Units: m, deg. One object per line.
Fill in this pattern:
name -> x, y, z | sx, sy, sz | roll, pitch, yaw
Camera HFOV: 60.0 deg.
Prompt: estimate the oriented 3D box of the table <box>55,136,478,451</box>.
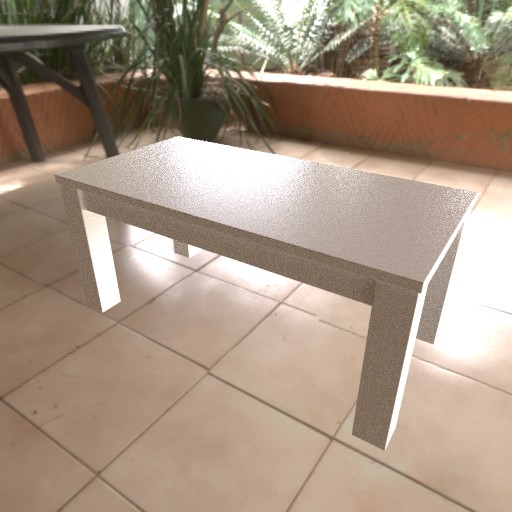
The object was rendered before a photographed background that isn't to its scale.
table -> 0.000, 0.000, 2.288 | 1.800, 0.790, 0.900 | 18, 34, 29
